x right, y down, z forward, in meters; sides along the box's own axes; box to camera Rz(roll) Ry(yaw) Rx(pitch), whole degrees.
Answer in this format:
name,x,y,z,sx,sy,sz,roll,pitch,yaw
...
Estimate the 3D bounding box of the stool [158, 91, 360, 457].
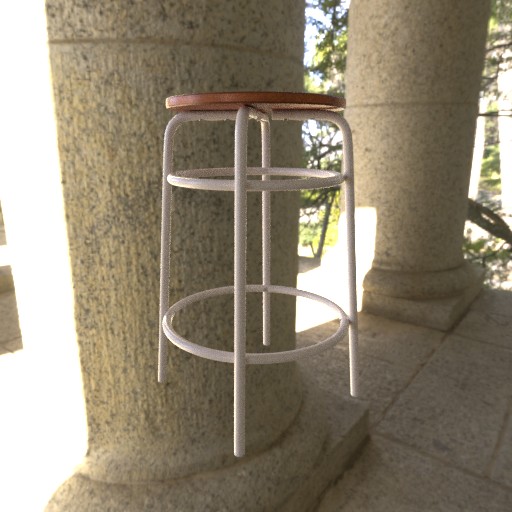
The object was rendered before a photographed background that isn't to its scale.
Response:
name,x,y,z,sx,sy,sz,roll,pitch,yaw
stool,0.000,0.000,0.917,0.455,0.610,0.455,2,15,7
